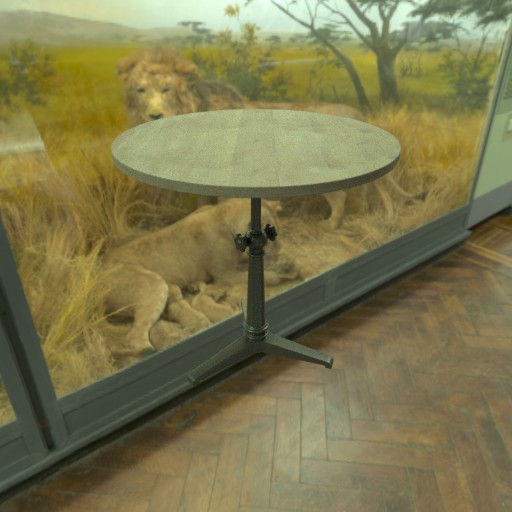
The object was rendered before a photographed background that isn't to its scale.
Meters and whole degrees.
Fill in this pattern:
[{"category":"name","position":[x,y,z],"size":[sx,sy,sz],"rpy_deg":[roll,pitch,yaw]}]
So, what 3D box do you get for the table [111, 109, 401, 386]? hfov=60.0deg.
[{"category":"table","position":[0.000,0.000,1.461],"size":[0.800,0.780,0.800],"rpy_deg":[0,29,0]}]
